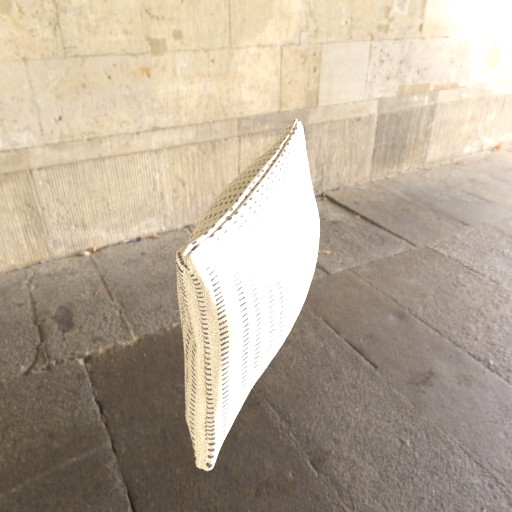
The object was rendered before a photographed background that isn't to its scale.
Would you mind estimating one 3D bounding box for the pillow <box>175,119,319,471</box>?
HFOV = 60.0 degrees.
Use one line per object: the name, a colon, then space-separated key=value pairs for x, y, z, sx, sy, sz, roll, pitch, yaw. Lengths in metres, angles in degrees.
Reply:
pillow: x=0.000 y=0.000 z=0.804 sx=0.210 sy=0.353 sz=0.640 roll=8 pitch=31 yaw=13
